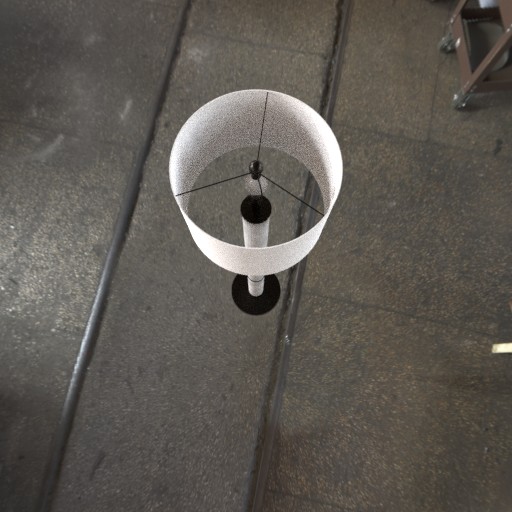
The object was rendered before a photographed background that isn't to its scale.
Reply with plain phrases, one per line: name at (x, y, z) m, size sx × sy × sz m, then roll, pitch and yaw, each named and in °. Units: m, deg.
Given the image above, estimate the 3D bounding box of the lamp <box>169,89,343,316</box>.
lamp at (0.000, 0.000, 1.725) m, size 0.377 × 1.599 × 0.377 m, roll -21°, pitch 77°, yaw -5°
